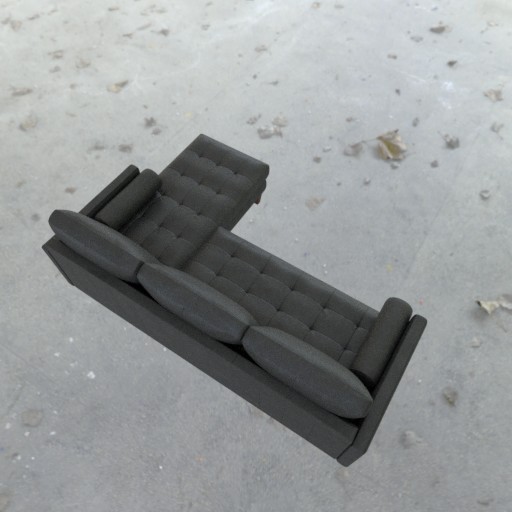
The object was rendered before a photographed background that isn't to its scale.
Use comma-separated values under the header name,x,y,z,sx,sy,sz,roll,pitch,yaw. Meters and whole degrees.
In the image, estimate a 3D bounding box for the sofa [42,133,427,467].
name,x,y,z,sx,sy,sz,roll,pitch,yaw
sofa,0.000,0.000,2.859,2.178,0.876,1.497,29,62,17
